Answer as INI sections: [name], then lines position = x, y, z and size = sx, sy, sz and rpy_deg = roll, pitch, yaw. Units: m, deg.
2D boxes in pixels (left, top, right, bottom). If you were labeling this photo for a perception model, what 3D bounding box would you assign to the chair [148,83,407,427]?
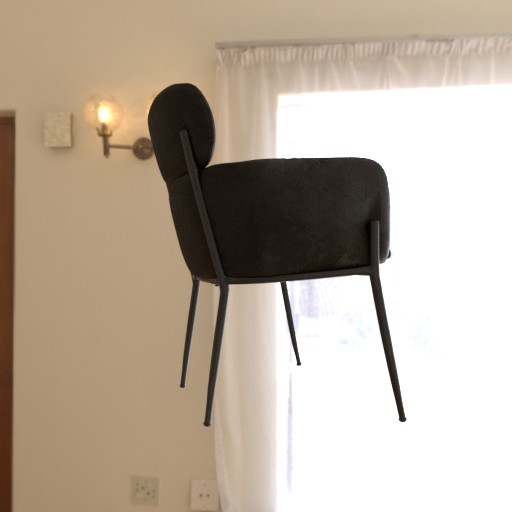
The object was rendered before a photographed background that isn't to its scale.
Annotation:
[chair]
position = 0.000, 0.000, 1.282
size = 0.604, 0.818, 0.640
rpy_deg = 0, 0, -20
